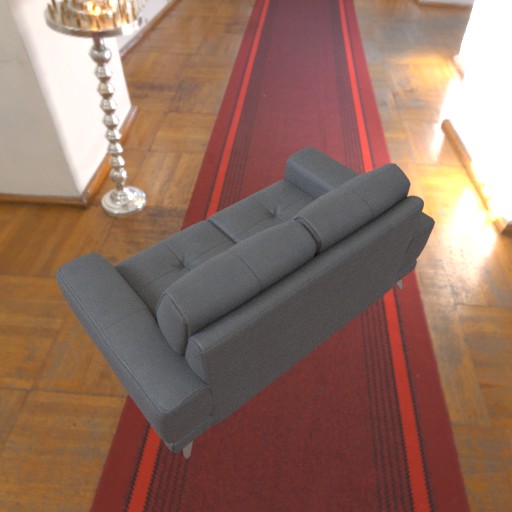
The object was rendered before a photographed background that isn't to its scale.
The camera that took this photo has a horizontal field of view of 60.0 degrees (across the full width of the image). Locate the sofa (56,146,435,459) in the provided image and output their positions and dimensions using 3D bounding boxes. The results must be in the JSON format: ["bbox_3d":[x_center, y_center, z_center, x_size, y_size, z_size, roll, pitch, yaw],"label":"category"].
[{"bbox_3d":[0.000,0.000,2.367,1.806,0.907,1.018,-31,53,-27],"label":"sofa"}]
